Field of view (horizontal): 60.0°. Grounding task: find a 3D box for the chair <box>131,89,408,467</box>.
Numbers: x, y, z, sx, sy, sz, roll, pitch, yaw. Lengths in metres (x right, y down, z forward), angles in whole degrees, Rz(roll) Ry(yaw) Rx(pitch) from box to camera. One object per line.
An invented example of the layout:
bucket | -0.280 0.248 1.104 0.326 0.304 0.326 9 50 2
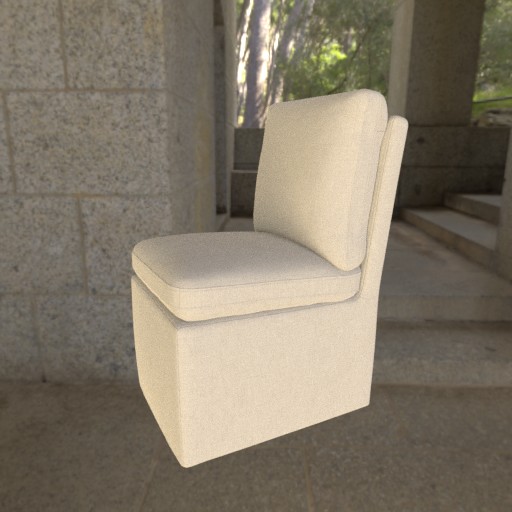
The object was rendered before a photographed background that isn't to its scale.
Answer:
chair | 0.000 0.000 1.338 0.698 0.927 0.503 -7 16 -27
